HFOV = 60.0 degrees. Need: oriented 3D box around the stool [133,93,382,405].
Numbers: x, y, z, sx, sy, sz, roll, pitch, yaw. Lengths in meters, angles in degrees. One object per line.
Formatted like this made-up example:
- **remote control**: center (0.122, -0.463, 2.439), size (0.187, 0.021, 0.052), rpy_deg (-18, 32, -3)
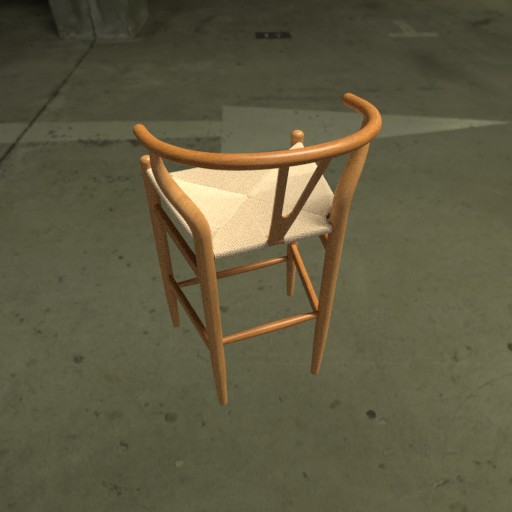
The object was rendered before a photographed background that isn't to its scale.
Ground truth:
- **stool**: center (0.000, 0.000, 1.335), size (0.569, 0.970, 0.579), rpy_deg (-14, 43, -15)
